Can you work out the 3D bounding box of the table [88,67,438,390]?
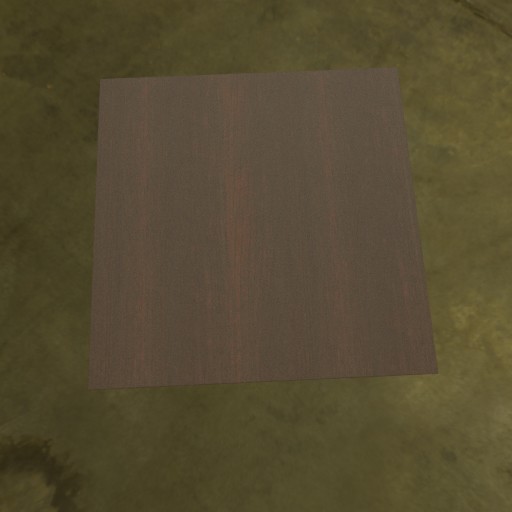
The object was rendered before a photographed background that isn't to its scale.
[{"bbox_3d":[0.000,0.000,0.953,0.495,0.559,0.495,-3,77,-1],"label":"table"}]
